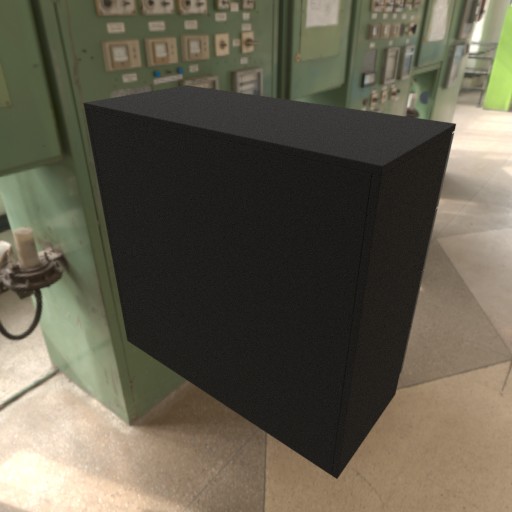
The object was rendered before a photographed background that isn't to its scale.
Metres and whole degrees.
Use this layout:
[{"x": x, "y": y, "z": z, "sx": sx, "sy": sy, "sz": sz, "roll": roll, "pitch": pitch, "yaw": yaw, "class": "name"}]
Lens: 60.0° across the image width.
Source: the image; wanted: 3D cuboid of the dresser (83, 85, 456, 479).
[{"x": 0.000, "y": 0.000, "z": 1.136, "sx": 0.750, "sy": 0.720, "sz": 0.360, "roll": 22, "pitch": 36, "yaw": 33, "class": "dresser"}]
